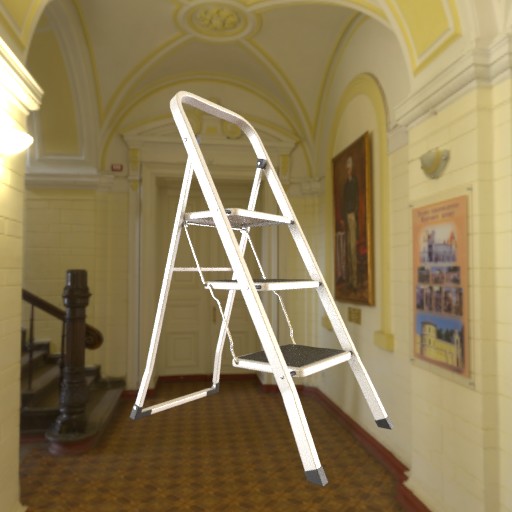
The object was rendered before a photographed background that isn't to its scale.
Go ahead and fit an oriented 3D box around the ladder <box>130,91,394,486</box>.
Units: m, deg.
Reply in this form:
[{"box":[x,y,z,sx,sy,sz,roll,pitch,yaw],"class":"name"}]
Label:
[{"box":[0.000,0.000,1.395,0.711,1.050,0.460,-1,-2,36],"class":"ladder"}]
